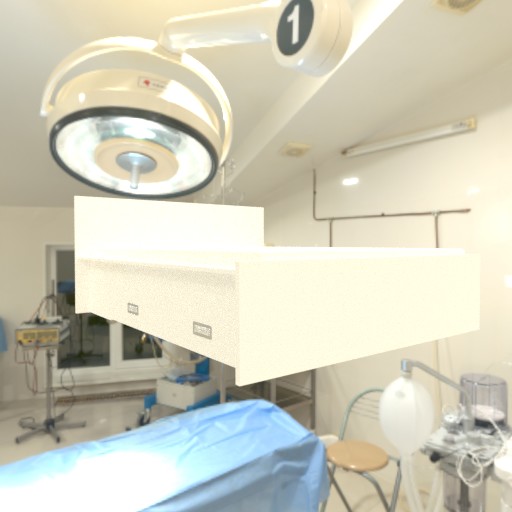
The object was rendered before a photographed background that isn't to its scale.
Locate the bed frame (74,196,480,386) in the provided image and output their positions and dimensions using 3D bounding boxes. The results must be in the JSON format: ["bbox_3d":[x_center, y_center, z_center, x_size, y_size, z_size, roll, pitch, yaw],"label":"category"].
[{"bbox_3d":[0.000,0.000,2.736,1.622,0.800,1.960,-1,2,-37],"label":"bed frame"}]
